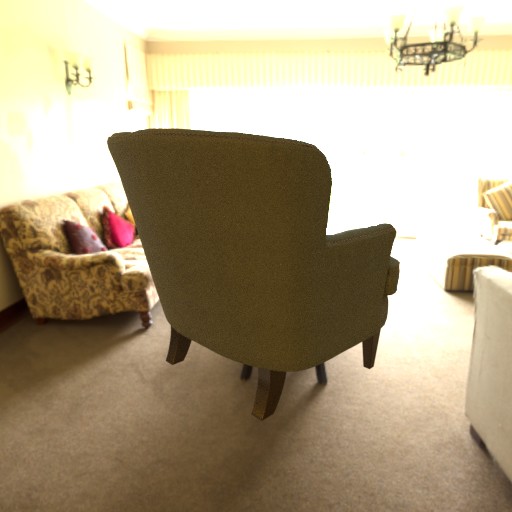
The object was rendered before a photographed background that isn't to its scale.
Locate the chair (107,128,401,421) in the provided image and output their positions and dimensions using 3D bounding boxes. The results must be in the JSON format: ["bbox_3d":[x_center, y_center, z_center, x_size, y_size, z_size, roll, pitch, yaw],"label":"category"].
[{"bbox_3d":[0.000,0.000,1.596,0.906,0.868,0.848,-14,20,-42],"label":"chair"}]
